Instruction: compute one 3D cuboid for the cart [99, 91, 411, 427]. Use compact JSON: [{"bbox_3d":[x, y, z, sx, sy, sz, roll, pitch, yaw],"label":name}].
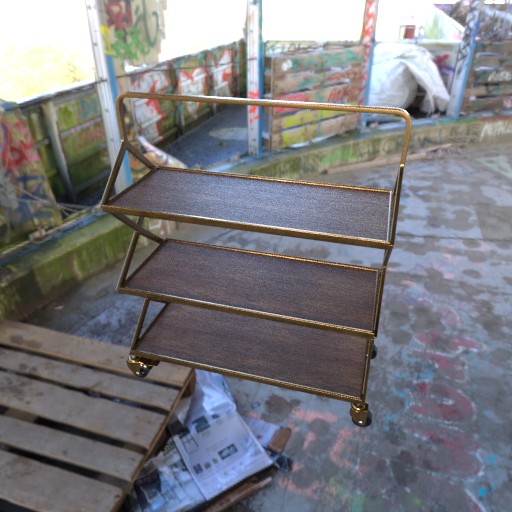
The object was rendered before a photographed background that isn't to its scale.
[{"bbox_3d":[0.000,0.000,1.190,0.723,0.805,0.313,8,32,14],"label":"cart"}]
